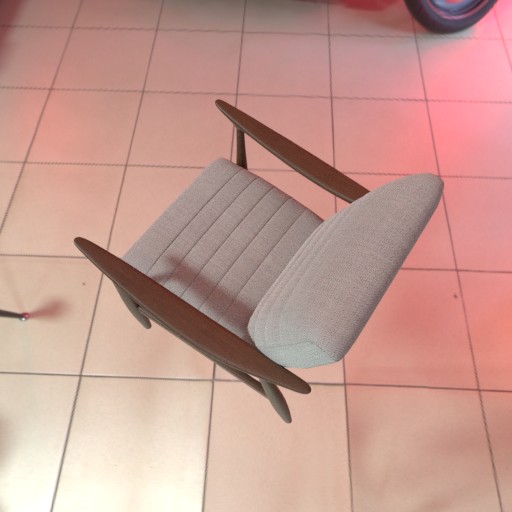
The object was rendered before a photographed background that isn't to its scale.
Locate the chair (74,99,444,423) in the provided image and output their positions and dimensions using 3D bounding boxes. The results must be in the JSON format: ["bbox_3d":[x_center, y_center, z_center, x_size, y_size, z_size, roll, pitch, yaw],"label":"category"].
[{"bbox_3d":[0.000,0.000,1.446,0.798,0.832,0.741,32,67,15],"label":"chair"}]
